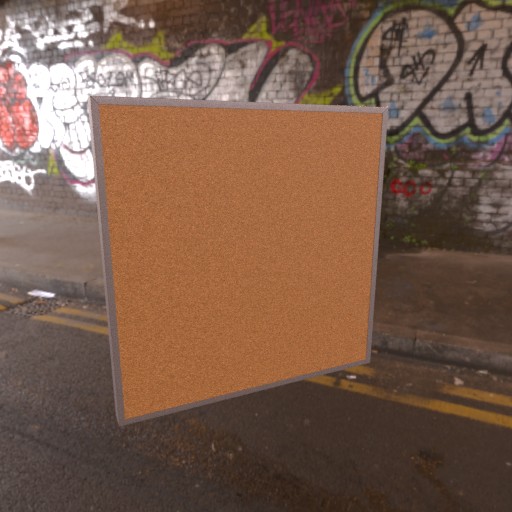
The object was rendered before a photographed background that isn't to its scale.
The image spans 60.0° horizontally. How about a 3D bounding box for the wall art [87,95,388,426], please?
[{"bbox_3d":[0.000,0.000,0.533,0.349,0.349,0.028,-7,16,-24],"label":"wall art"}]
